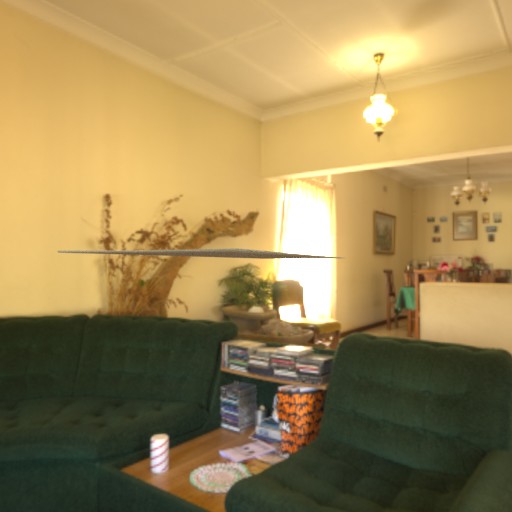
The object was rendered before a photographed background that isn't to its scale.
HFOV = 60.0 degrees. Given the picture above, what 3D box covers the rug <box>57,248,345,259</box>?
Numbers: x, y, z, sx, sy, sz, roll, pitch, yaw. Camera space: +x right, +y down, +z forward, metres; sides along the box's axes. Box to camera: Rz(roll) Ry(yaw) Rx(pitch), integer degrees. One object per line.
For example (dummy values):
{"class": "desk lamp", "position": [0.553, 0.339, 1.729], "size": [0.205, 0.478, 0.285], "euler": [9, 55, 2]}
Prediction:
{"class": "rug", "position": [0.000, 0.000, 2.503], "size": [0.684, 0.009, 2.275], "euler": [0, -1, 19]}
